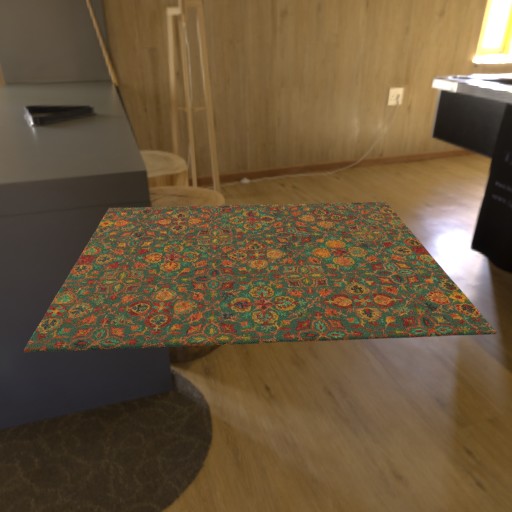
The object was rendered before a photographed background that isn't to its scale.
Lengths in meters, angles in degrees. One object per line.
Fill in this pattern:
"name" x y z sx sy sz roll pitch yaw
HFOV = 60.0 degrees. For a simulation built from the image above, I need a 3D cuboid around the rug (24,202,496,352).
"rug" 0.000 0.000 4.049 3.204 0.025 2.434 -2 29 -3
